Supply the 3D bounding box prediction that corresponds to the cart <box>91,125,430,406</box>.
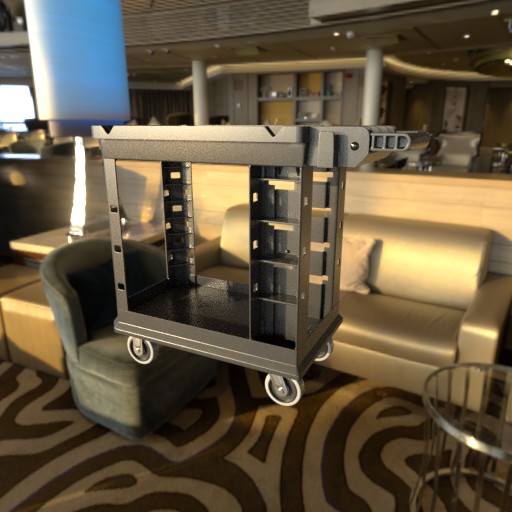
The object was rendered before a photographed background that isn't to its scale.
[{"bbox_3d":[0.000,0.000,1.565,1.061,0.884,0.497,8,19,25],"label":"cart"}]
